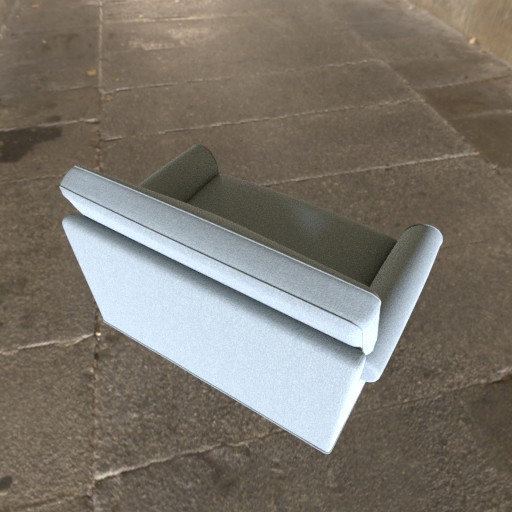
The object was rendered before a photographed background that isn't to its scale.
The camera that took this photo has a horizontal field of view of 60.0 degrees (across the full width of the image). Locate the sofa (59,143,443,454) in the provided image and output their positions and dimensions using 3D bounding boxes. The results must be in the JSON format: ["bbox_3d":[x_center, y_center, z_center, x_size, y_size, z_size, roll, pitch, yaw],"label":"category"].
[{"bbox_3d":[0.000,0.000,2.017,1.410,0.953,0.940,24,50,22],"label":"sofa"}]
